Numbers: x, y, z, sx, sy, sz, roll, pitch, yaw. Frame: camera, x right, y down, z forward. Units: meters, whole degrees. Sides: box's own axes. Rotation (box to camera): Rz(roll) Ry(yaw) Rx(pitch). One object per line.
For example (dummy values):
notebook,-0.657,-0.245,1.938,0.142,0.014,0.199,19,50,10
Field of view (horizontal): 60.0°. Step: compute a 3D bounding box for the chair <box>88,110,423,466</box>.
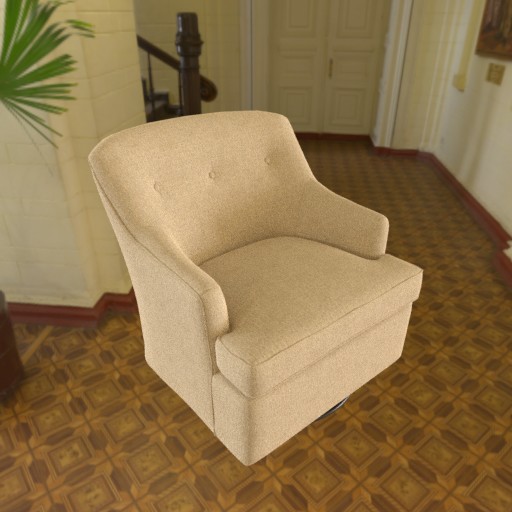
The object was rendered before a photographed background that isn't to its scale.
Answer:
chair,0.000,0.000,1.603,0.864,0.856,0.923,-22,35,-34
